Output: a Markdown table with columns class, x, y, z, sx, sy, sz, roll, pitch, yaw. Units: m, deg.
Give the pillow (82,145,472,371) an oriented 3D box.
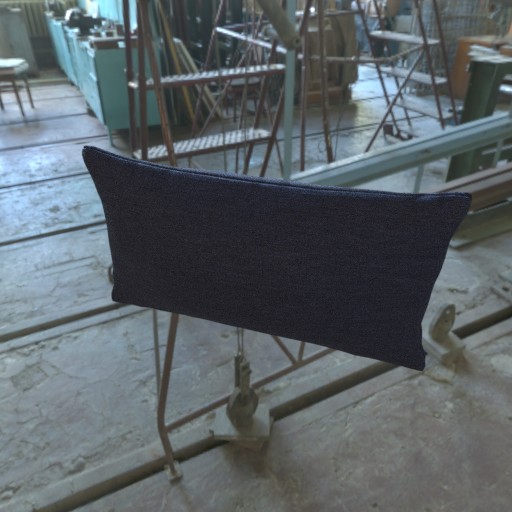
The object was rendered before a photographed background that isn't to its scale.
| class | x | y | z | sx | sy | sz | roll | pitch | yaw |
| --- | --- | --- | --- | --- | --- | --- | --- | --- | --- |
| pillow | 0.000 | 0.000 | 0.783 | 0.633 | 0.338 | 0.210 | 10 | 35 | 15 |
